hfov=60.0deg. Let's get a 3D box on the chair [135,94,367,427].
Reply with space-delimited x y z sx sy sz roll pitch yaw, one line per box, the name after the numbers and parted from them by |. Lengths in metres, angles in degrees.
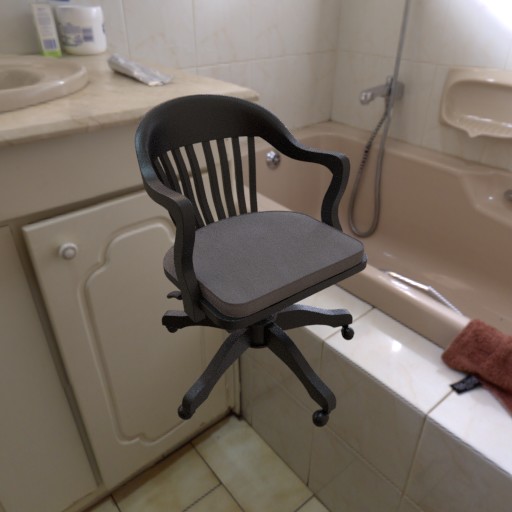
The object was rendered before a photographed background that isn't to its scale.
0.000 0.000 1.446 0.750 0.878 0.788 -21 37 -31 | chair
